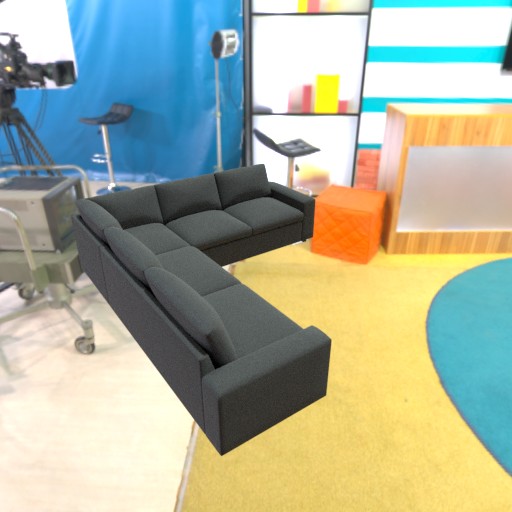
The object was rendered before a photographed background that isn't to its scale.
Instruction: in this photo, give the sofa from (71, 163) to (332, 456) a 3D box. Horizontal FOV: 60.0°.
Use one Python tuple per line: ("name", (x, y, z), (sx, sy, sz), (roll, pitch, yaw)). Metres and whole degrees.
("sofa", (0.000, 0.000, 4.753), (2.895, 0.965, 3.277), (-18, 32, -31))
